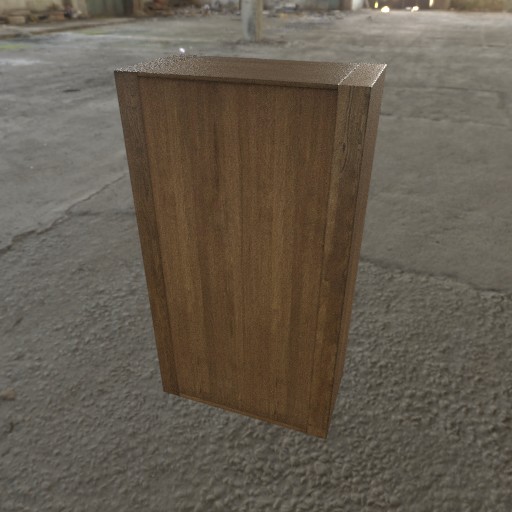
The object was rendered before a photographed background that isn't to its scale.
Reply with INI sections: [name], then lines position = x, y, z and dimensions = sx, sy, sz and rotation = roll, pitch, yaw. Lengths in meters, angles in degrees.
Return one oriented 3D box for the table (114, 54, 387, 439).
[table]
position = 0.000, 0.000, 2.524
dimensions = 1.100, 2.000, 0.600
rotation = 10, 33, 17
